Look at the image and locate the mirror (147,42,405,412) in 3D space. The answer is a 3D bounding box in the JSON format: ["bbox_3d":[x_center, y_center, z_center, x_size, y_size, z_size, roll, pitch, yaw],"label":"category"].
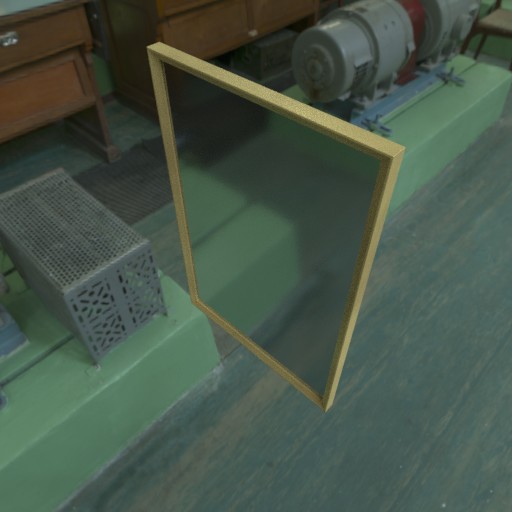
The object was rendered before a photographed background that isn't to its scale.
[{"bbox_3d":[0.000,0.000,1.161,0.609,0.915,0.041,34,55,28],"label":"mirror"}]
